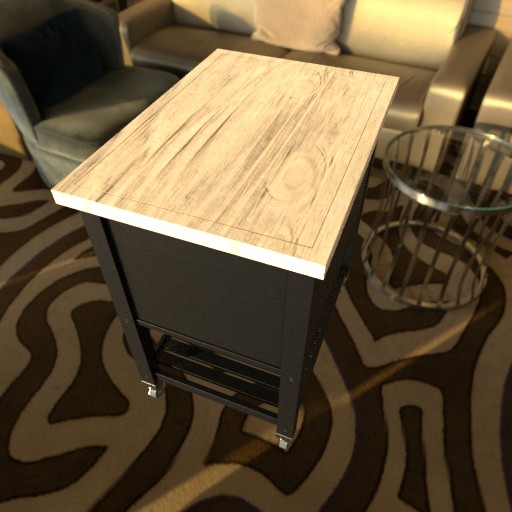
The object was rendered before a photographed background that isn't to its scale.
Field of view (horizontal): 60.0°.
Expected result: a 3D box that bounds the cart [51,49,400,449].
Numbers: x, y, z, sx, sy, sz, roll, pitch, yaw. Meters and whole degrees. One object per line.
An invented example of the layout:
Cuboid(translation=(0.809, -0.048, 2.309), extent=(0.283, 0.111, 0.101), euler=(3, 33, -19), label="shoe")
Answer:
Cuboid(translation=(0.000, 0.000, 1.401), extent=(0.567, 0.920, 0.797), euler=(16, 48, 15), label="cart")
